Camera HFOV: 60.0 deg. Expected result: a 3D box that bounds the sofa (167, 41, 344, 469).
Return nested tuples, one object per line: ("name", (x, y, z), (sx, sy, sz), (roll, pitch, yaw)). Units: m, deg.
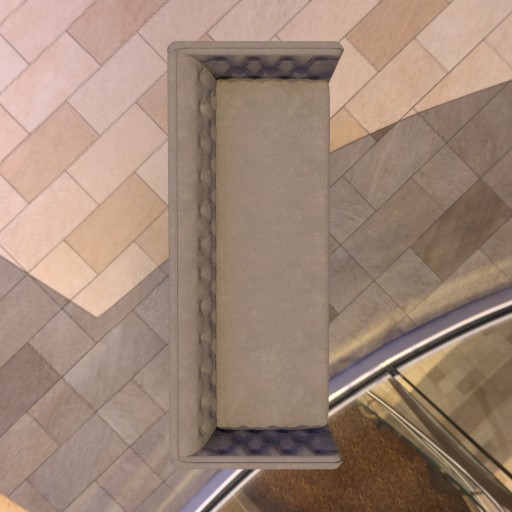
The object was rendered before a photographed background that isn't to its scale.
("sofa", (0.000, 0.000, 2.600), (0.895, 0.771, 2.209), (0, 91, 0))
